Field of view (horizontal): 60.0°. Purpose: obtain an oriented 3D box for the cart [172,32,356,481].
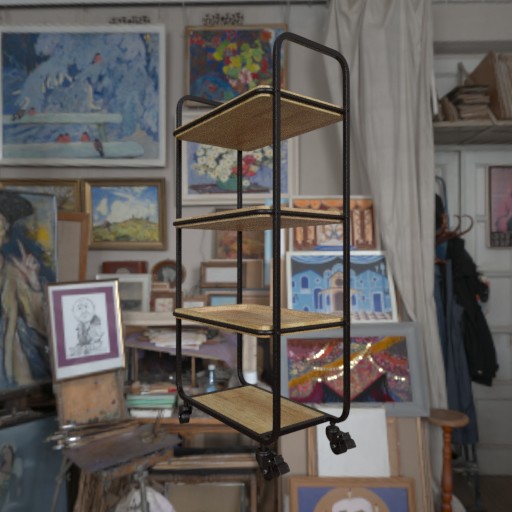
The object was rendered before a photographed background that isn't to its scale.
[{"bbox_3d":[0.000,0.000,1.320,0.321,1.080,0.545,0,-1,-37],"label":"cart"}]
